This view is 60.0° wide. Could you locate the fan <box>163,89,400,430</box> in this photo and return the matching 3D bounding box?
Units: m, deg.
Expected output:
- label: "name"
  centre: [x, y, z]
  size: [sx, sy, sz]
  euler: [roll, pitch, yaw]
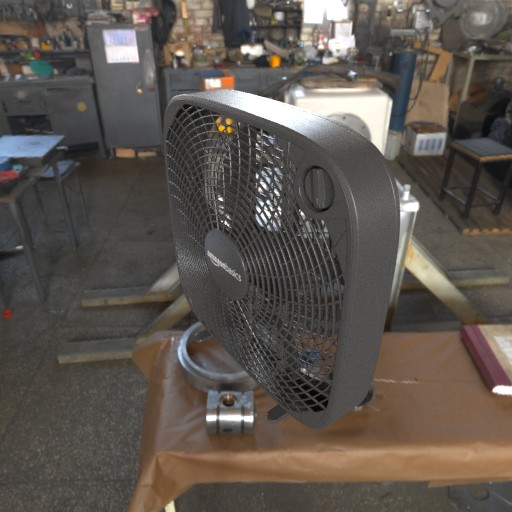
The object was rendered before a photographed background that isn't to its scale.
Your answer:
- label: "fan"
  centre: [0.000, 0.000, 0.805]
  size: [0.142, 0.533, 0.526]
  euler: [-21, 37, -30]
